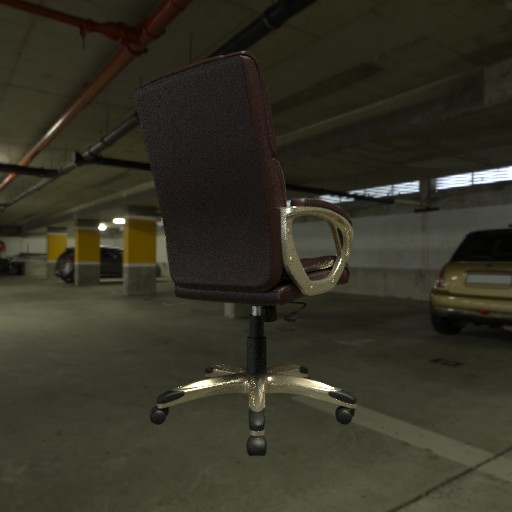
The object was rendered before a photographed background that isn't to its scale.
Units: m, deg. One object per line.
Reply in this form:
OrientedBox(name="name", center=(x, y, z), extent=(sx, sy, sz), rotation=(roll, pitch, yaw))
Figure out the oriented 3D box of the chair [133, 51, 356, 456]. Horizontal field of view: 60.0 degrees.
OrientedBox(name="chair", center=(0.000, 0.000, 1.572), extent=(0.662, 1.107, 0.739), rotation=(0, 0, 36))
